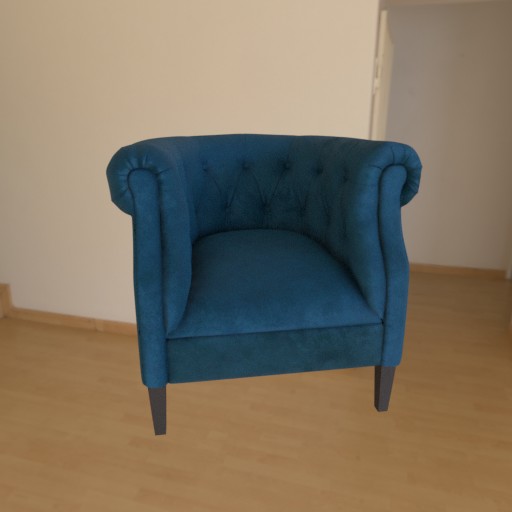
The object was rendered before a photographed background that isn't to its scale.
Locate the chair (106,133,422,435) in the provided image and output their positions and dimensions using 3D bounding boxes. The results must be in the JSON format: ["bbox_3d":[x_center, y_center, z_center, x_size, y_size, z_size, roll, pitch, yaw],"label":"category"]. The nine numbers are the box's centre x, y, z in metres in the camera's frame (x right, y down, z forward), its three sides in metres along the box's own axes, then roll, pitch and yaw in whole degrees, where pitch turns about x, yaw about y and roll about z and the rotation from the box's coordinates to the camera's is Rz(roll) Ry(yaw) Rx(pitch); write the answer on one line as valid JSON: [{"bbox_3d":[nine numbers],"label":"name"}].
[{"bbox_3d":[0.000,0.000,1.592,0.904,0.826,0.851,-3,18,-9],"label":"chair"}]
